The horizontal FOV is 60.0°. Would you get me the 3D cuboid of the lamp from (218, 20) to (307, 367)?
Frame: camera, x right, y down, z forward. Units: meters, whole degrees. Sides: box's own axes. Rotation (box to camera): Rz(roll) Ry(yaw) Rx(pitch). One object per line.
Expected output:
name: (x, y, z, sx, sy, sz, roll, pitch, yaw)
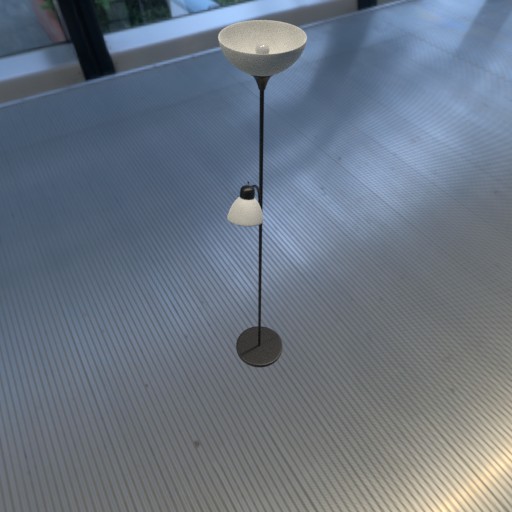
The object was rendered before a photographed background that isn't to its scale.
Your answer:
lamp: (0.000, 0.000, 1.965, 0.279, 1.804, 0.442, 10, 48, 9)
